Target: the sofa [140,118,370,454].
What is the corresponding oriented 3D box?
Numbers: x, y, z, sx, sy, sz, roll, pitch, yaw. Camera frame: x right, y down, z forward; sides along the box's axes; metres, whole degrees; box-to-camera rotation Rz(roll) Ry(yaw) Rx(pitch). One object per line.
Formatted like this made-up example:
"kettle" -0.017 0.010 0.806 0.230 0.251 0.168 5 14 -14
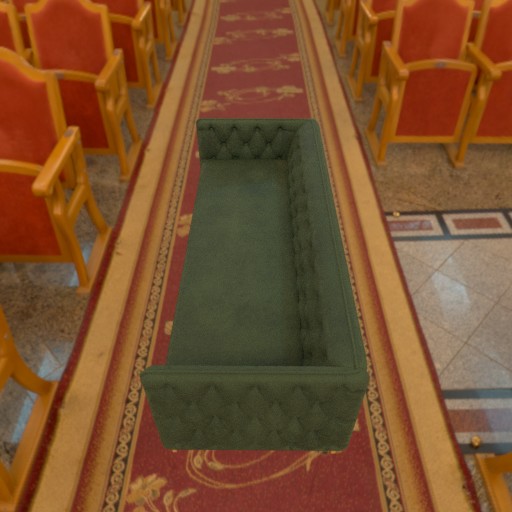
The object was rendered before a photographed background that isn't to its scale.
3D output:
"sofa" 0.000 0.000 2.710 0.895 0.771 2.209 0 43 0
